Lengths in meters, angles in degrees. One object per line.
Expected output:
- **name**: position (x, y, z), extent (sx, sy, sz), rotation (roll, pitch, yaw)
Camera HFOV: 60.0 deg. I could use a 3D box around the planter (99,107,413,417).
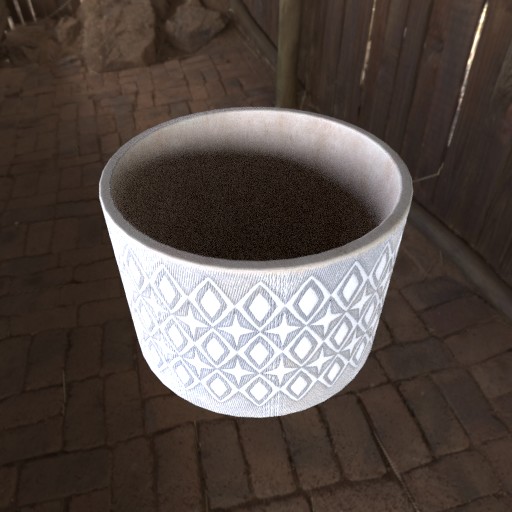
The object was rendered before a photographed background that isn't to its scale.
- **planter**: position (0.000, 0.000, 0.281), extent (0.164, 0.127, 0.164), rotation (0, 41, 0)
